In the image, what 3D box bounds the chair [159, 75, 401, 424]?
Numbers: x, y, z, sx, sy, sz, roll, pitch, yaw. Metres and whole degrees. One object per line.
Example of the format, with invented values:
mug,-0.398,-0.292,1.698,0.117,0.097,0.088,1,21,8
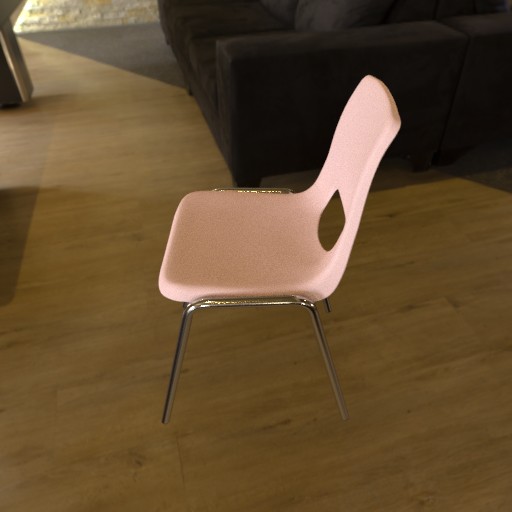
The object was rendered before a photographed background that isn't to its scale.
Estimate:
chair,0.000,0.000,0.938,0.436,0.704,0.381,0,40,0
